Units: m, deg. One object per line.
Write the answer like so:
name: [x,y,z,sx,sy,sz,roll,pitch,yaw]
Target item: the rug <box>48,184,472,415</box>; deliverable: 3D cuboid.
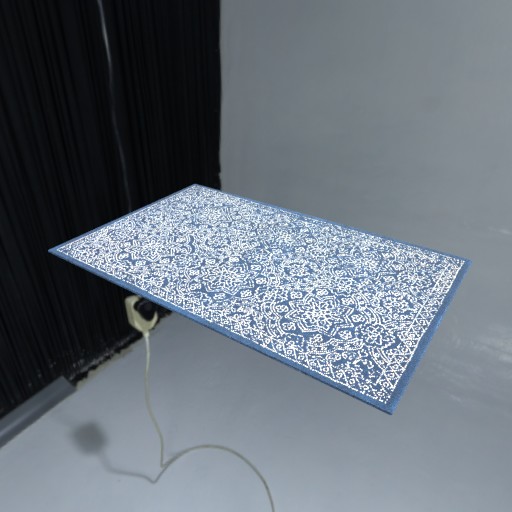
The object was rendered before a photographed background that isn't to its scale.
rug: [0.000,0.000,3.000,2.441,0.015,1.526,19,36,29]
